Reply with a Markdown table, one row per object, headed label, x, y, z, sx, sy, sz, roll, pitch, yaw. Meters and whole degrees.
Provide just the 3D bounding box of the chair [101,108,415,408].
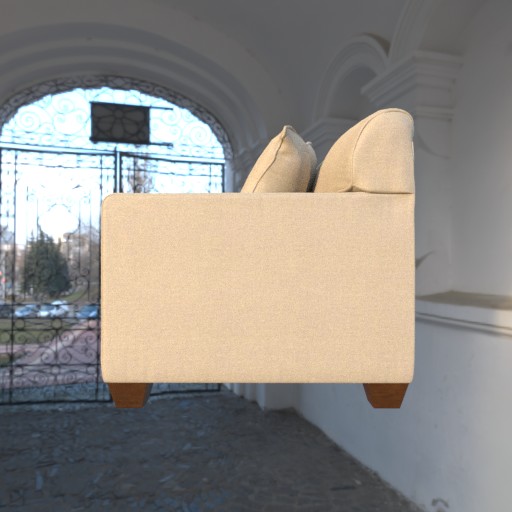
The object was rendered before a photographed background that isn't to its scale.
| label | x | y | z | sx | sy | sz | roll | pitch | yaw |
| --- | --- | --- | --- | --- | --- | --- | --- | --- | --- |
| chair | 0.000 | 0.000 | 2.009 | 1.000 | 0.948 | 1.383 | 0 | -1 | 0 |
